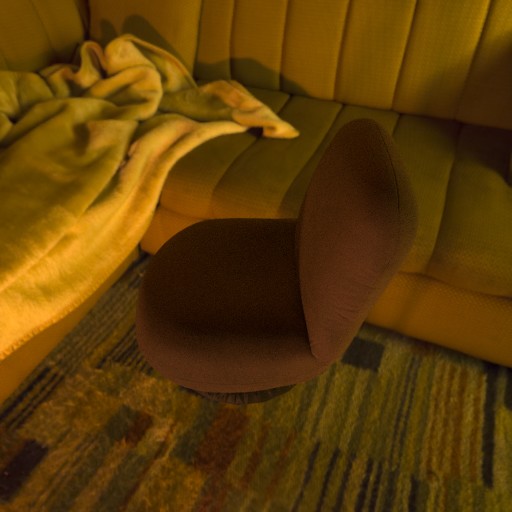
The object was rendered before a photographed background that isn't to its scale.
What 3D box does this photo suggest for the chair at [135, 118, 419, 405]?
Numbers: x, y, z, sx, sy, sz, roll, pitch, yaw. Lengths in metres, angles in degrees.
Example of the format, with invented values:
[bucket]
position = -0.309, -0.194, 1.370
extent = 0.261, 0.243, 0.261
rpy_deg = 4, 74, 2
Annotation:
[chair]
position = 0.000, 0.000, 1.044
extent = 0.597, 0.594, 0.521
rpy_deg = 2, 41, 2
